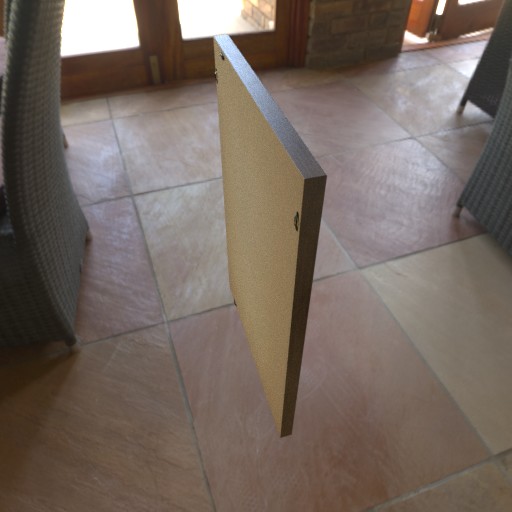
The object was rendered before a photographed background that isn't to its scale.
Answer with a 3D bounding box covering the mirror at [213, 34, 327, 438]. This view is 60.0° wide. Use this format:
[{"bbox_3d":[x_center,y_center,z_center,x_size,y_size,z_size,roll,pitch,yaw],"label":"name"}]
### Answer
[{"bbox_3d":[0.000,0.000,1.182,0.041,0.915,0.609,-12,46,-12],"label":"mirror"}]
